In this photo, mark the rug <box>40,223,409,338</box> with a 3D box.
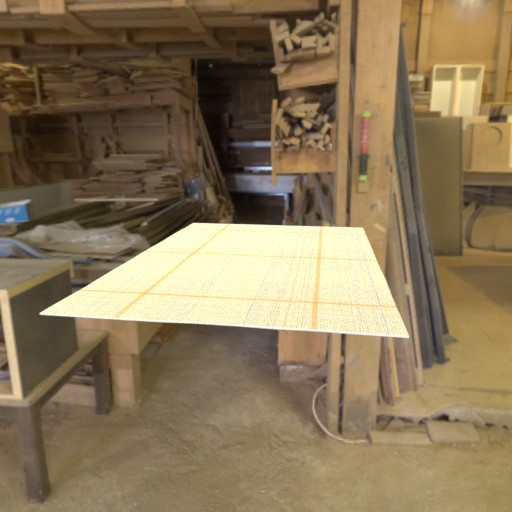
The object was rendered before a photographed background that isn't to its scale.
[{"bbox_3d":[0.000,0.000,2.308,1.232,0.015,1.825,2,14,9],"label":"rug"}]
